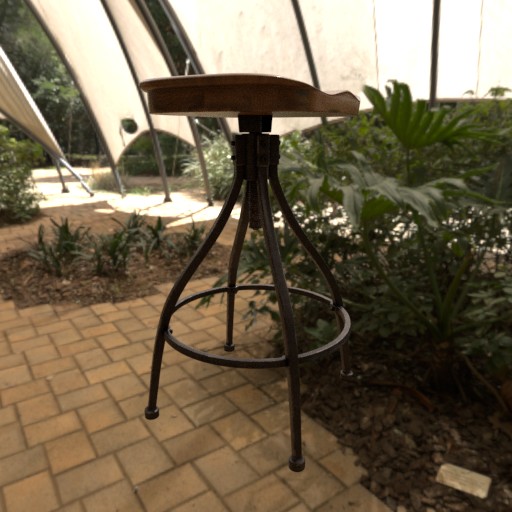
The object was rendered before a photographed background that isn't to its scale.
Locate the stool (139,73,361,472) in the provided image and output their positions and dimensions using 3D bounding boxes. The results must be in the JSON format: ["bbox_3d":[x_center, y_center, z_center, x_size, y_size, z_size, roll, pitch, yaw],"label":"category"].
[{"bbox_3d":[0.000,0.000,0.963,0.424,0.694,0.432,8,18,25],"label":"stool"}]
